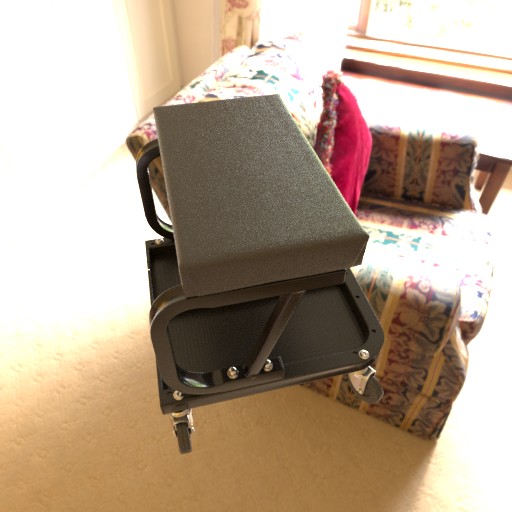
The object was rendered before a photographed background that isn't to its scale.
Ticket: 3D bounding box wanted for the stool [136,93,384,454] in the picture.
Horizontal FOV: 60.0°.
[{"bbox_3d":[0.000,0.000,0.731,0.371,0.380,0.446,-10,45,-10],"label":"stool"}]
